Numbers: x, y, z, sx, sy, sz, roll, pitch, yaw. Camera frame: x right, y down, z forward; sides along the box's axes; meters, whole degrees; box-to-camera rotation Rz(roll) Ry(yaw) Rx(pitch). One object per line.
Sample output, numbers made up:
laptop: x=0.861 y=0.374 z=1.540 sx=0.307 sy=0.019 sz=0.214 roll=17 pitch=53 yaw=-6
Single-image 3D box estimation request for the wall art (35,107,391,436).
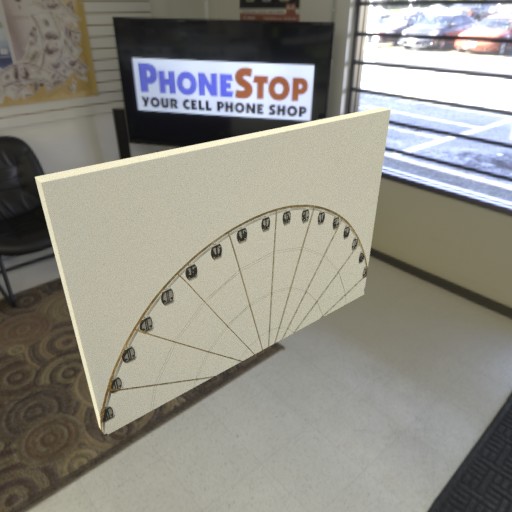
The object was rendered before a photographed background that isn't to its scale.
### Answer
wall art: x=0.000 y=0.000 z=1.104 sx=0.898 sy=0.601 sz=0.038 roll=-21 pitch=36 yaw=-33
